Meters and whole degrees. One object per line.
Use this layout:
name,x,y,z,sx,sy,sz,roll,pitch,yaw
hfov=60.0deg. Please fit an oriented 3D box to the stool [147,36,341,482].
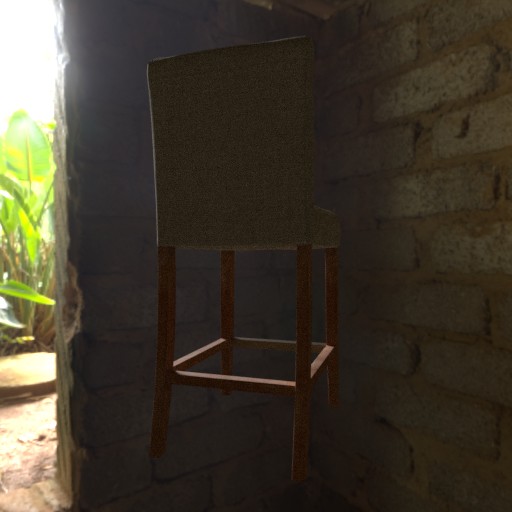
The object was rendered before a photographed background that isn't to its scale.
stool,0.000,0.000,1.342,0.454,1.039,0.567,0,1,18
